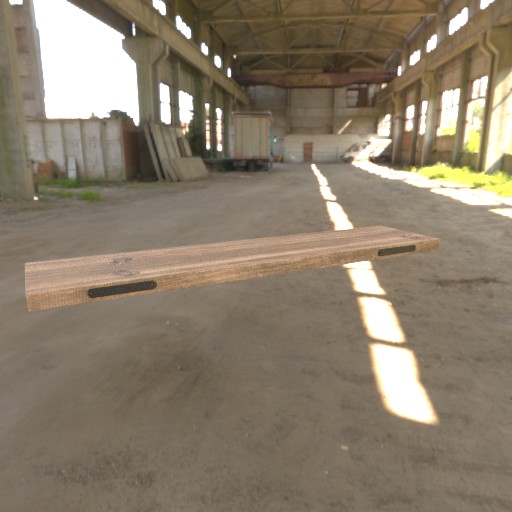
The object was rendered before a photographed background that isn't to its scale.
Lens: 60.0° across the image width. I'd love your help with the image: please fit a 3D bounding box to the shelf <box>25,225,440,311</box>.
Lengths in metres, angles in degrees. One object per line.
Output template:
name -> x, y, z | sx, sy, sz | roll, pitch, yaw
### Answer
shelf -> 0.000, 0.000, 0.658 | 0.610, 0.020, 0.140 | -7, 16, -26
